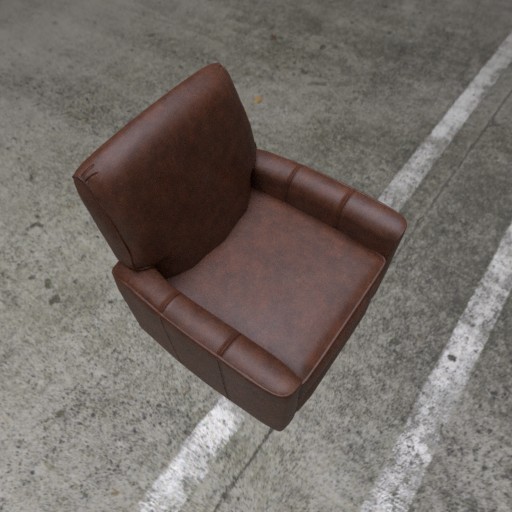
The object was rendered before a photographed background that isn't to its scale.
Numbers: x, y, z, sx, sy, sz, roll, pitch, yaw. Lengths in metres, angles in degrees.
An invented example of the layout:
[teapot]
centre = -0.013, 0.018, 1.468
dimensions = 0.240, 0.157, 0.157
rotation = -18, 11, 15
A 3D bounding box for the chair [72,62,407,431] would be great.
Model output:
[chair]
centre = 0.000, 0.000, 1.648
dimensions = 0.850, 1.010, 0.839
rotation = 32, 63, 18
